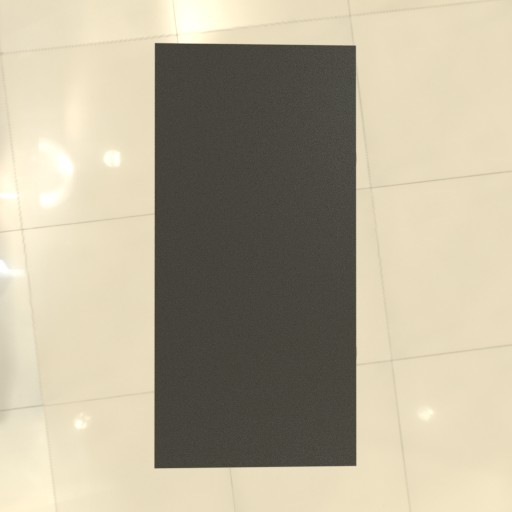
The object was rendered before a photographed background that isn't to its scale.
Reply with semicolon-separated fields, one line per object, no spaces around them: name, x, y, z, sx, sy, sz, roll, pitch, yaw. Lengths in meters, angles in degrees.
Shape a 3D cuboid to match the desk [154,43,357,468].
desk;0.000;0.000;1.497;0.525;0.780;1.057;0;90;-1
